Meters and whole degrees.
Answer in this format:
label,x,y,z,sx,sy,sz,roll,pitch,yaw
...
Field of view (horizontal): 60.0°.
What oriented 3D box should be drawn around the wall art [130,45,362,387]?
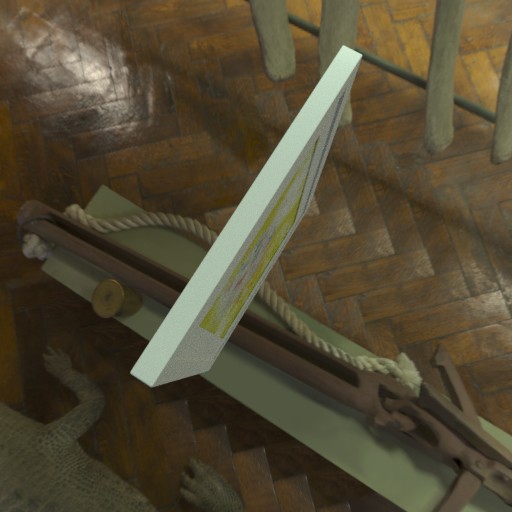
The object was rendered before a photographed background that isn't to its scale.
label,x,y,z,sx,sy,sz,roll,pitch,yaw
wall art,0.000,0.000,0.765,0.028,0.556,0.454,31,79,7
